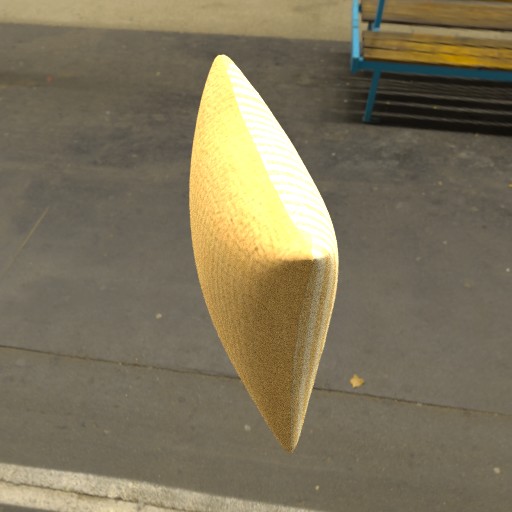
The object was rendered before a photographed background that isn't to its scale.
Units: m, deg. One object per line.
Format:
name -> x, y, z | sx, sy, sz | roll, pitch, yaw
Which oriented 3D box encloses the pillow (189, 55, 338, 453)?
pillow -> 0.000, 0.000, 0.635 | 0.173, 0.407, 0.419 | -10, 47, -9
